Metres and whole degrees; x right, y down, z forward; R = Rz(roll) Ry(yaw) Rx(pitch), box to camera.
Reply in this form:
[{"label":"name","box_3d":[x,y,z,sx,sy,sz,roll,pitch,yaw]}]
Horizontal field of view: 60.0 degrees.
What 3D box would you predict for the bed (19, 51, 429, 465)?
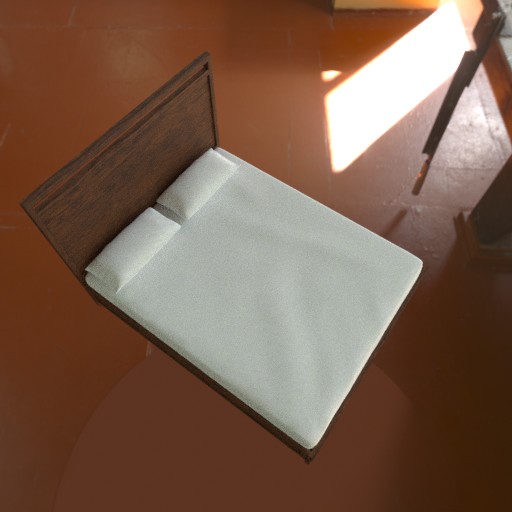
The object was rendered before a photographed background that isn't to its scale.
[{"label":"bed","box_3d":[0.000,0.000,3.317,2.218,1.487,1.765,32,65,17]}]
